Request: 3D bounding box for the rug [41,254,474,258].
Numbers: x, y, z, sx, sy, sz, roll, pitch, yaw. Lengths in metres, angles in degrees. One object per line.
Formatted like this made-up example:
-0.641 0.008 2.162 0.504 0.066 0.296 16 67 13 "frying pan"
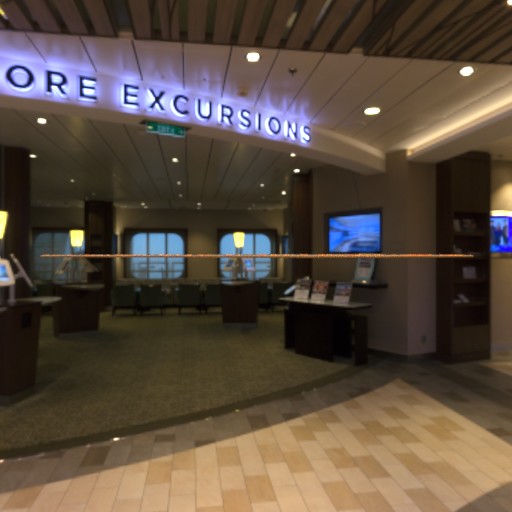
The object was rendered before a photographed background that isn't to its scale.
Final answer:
0.000 0.000 3.631 2.916 0.019 2.043 0 0 35 "rug"
